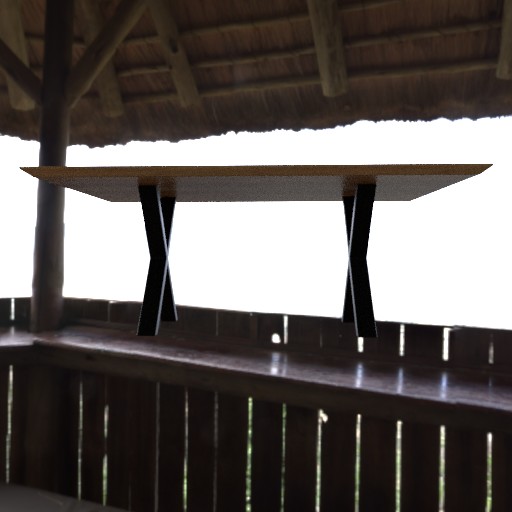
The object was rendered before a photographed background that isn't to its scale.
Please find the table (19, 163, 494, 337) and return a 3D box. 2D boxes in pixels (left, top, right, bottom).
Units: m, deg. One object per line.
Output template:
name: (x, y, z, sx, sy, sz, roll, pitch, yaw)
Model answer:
table: (0.000, 0.000, 2.363, 2.000, 0.770, 1.000, 0, 0, 2)
